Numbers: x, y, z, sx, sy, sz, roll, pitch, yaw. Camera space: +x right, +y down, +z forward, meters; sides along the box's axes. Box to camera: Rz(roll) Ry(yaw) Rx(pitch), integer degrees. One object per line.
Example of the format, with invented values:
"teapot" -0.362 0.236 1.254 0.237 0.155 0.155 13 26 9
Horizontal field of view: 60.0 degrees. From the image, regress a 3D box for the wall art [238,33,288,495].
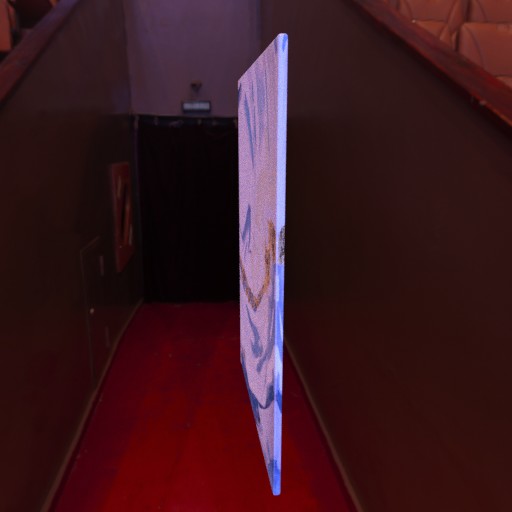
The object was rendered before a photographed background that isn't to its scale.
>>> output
"wall art" 0.000 0.000 1.134 0.016 0.914 0.610 -2 15 -8
